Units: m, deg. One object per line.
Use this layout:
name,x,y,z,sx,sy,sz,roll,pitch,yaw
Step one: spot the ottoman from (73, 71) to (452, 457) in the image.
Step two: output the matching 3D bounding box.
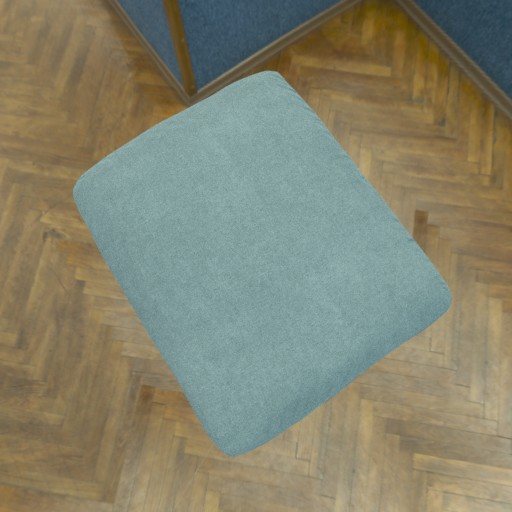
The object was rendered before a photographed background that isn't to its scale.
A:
ottoman,0.000,0.000,1.241,0.683,0.481,0.837,-33,78,-8
